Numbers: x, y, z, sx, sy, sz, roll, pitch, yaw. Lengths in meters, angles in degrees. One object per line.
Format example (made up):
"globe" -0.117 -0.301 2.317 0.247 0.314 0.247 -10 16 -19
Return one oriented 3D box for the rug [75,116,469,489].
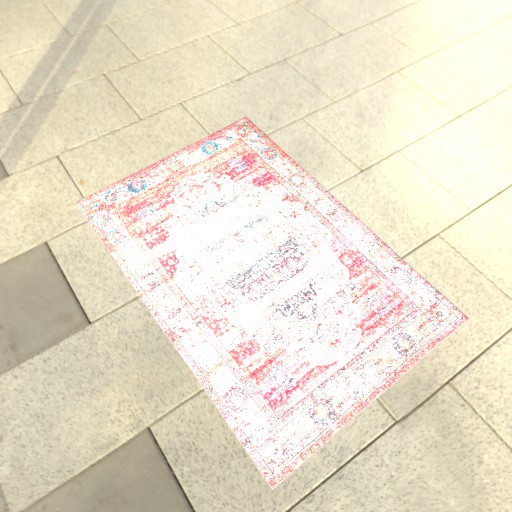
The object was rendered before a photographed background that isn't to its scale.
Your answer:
"rug" 0.000 0.000 2.342 1.219 0.006 1.829 -33 63 -19
